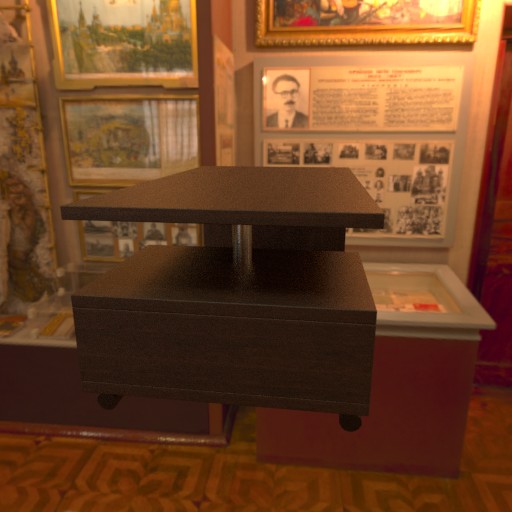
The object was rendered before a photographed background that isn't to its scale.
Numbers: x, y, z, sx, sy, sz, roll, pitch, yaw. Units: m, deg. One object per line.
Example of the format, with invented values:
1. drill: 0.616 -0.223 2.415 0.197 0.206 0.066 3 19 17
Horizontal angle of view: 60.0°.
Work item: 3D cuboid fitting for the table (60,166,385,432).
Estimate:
1. table: 0.000 0.000 1.349 0.590 0.460 1.050 2 16 8
